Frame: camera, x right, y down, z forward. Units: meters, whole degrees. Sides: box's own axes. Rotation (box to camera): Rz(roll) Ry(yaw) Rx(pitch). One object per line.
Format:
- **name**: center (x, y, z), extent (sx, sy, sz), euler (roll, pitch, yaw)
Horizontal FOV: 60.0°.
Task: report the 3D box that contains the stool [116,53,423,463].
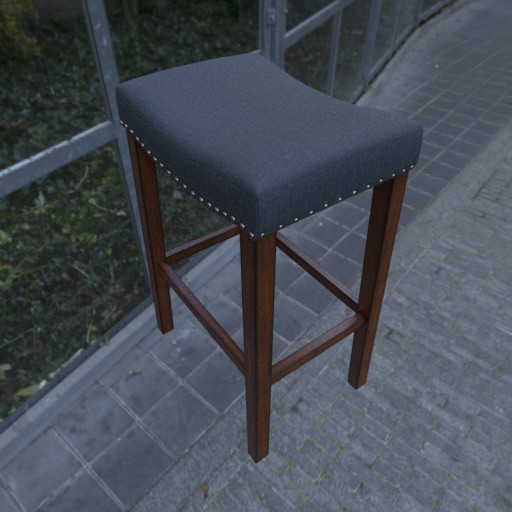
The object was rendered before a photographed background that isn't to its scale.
- **stool**: center (0.000, 0.000, 1.020), extent (0.366, 0.748, 0.502), euler (-26, 47, -26)
